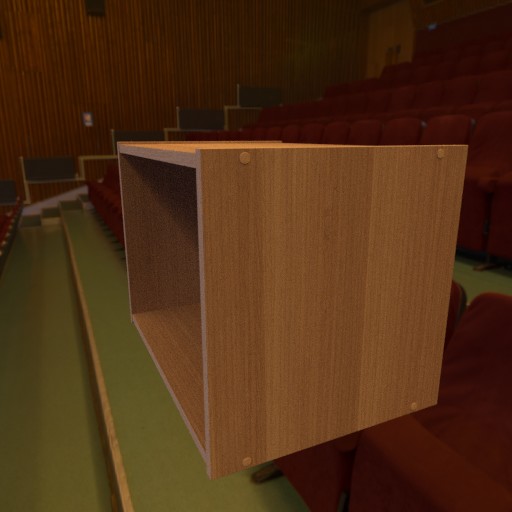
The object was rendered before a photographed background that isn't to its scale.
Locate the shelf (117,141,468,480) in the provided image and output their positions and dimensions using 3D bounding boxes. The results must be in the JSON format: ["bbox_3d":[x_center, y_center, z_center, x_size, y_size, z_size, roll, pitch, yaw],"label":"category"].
[{"bbox_3d":[0.000,0.000,0.619,0.290,0.305,0.415,-7,17,-24],"label":"shelf"}]
